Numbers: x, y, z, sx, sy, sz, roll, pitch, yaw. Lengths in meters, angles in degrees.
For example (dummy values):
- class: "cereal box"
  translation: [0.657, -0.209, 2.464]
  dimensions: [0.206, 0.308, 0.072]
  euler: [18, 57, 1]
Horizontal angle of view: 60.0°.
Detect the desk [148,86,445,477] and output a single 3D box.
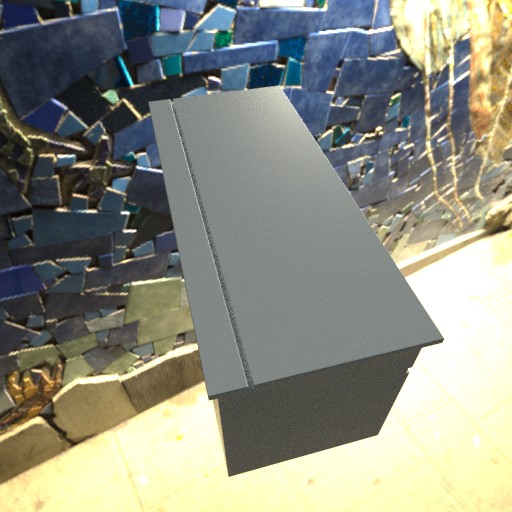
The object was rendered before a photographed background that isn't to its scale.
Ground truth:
- class: "desk"
  translation: [0.000, 0.000, 1.976]
  dimensions: [0.670, 0.760, 1.580]
  euler: [-11, 47, -10]
